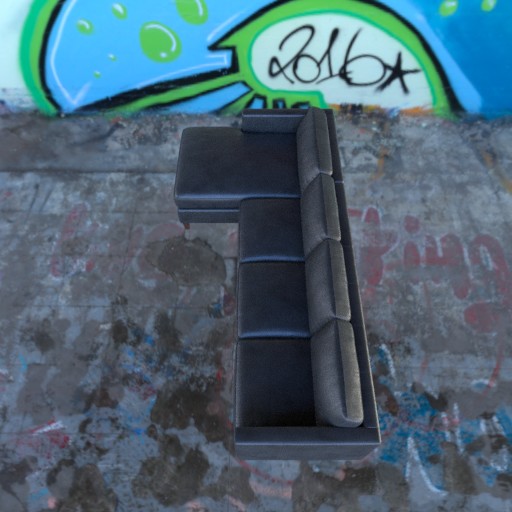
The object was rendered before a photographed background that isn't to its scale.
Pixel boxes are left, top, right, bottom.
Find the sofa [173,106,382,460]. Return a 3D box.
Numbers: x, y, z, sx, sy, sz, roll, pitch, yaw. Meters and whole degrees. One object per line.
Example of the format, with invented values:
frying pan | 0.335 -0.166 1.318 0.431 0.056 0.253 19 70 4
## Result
sofa | 0.000 0.000 3.887 1.581 0.883 3.203 0 57 0
